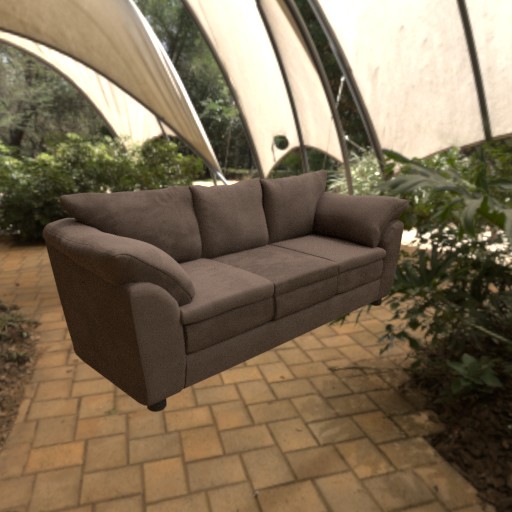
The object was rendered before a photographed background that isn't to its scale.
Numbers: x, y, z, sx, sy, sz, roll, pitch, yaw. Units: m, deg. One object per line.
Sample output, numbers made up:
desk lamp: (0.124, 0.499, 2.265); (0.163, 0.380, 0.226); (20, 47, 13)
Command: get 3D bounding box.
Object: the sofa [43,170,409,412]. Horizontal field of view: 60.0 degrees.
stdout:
sofa: (0.000, 0.000, 2.823); (2.377, 0.981, 0.893); (-14, 20, -43)
